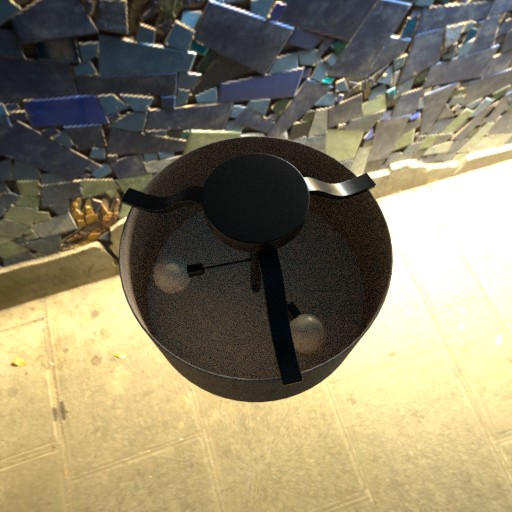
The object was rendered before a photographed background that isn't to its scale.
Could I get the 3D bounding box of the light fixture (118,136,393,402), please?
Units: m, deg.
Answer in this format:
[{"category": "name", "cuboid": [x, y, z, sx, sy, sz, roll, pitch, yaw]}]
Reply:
[{"category": "light fixture", "cuboid": [0.000, 0.000, 0.652, 0.390, 0.306, 0.390, 0, 64, 0]}]
